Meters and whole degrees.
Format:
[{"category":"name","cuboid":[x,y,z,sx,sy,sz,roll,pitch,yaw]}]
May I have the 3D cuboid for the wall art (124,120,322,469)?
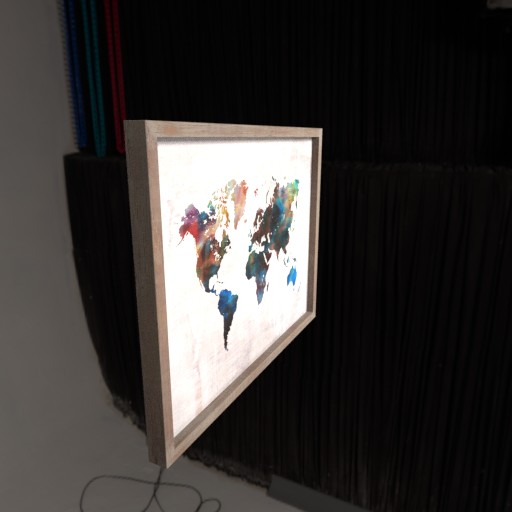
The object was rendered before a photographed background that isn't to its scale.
[{"category":"wall art","cuboid":[0.000,0.000,1.792,0.070,1.009,1.320,8,17,26]}]
